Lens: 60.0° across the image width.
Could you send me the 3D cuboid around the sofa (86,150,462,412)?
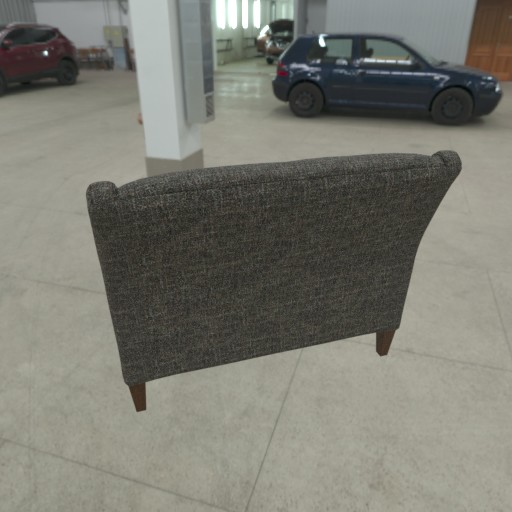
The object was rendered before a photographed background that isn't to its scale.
[{"bbox_3d":[0.000,0.000,1.925,1.242,1.021,0.870,-8,29,-16],"label":"sofa"}]
